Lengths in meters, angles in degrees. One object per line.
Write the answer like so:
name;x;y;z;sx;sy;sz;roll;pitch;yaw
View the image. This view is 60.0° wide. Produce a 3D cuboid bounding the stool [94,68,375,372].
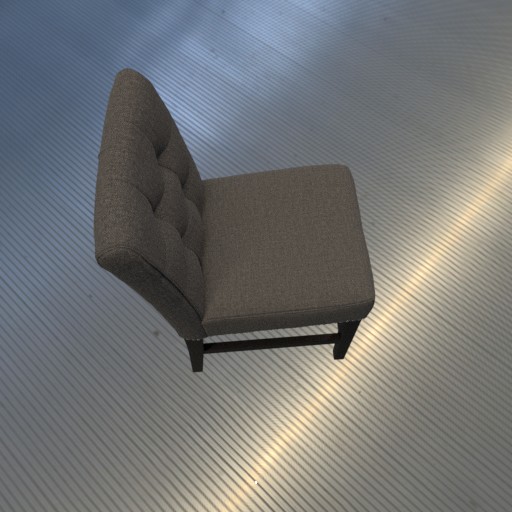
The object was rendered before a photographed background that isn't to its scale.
stool;0.000;0.000;1.170;0.571;0.885;0.427;-3;63;-2
